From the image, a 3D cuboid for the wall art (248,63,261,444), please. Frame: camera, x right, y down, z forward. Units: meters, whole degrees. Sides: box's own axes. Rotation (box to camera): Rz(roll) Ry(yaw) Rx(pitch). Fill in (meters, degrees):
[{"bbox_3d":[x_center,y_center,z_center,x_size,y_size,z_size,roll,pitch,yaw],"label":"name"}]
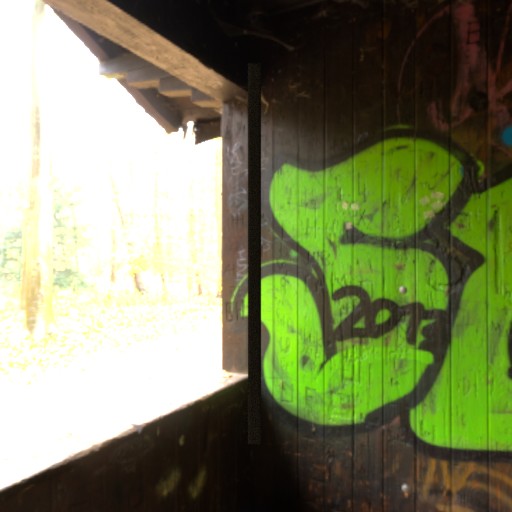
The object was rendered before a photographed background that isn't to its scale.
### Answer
[{"bbox_3d":[0.000,0.000,1.242,0.026,0.656,0.958,0,-1,1],"label":"wall art"}]
